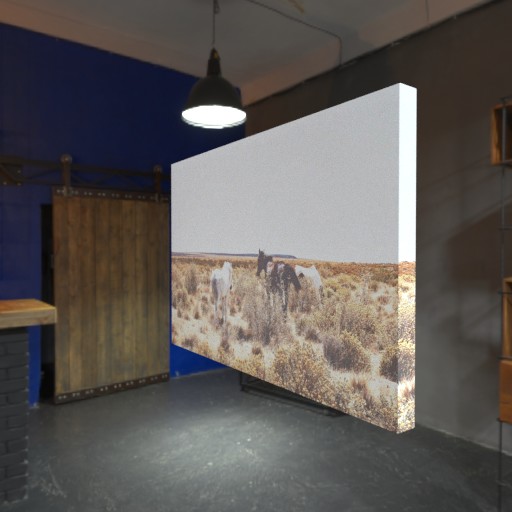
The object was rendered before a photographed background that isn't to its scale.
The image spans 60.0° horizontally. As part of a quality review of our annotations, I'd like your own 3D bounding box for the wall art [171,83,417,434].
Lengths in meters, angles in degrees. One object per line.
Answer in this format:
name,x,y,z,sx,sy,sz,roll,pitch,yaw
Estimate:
wall art,0.000,0.000,1.153,0.050,0.610,0.914,-1,1,-36
